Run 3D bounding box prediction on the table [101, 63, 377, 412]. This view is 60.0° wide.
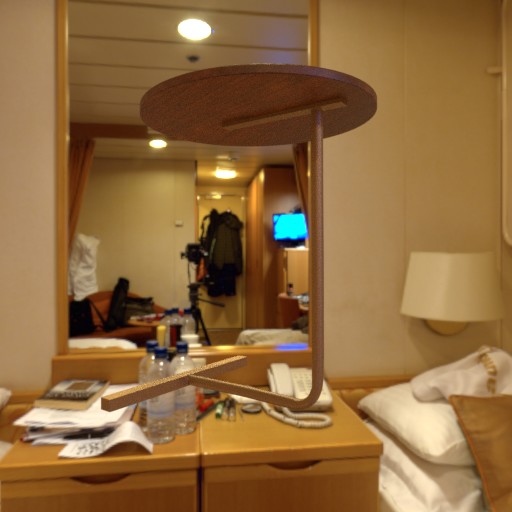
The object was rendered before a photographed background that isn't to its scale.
[{"bbox_3d":[0.000,0.000,1.085,0.577,0.706,0.530,0,0,35],"label":"table"}]
